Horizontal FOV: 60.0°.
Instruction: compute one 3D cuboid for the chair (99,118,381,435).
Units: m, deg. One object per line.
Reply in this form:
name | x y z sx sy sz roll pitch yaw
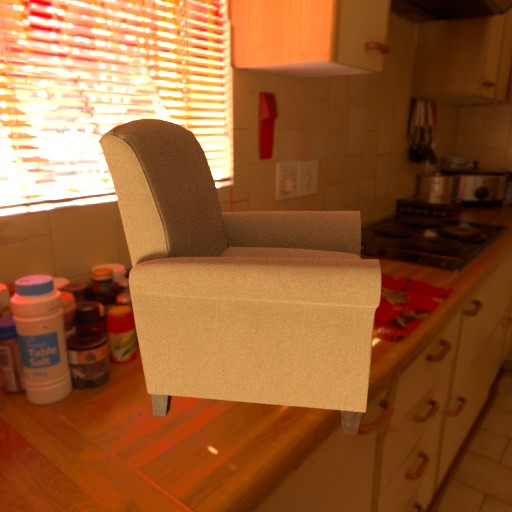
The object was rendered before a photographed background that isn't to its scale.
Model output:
chair | 0.000 0.000 1.788 0.905 1.061 0.978 2 16 9
